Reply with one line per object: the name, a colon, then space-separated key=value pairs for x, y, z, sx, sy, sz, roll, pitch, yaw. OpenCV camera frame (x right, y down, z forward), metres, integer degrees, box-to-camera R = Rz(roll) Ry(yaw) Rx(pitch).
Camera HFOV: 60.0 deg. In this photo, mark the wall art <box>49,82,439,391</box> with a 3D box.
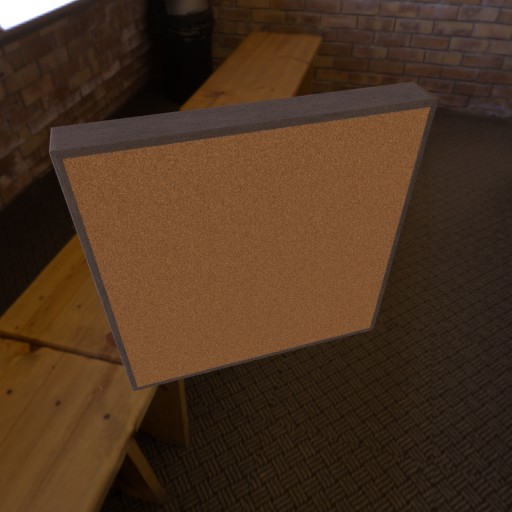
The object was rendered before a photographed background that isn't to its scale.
wall art: x=0.000 y=0.000 z=0.446 sx=0.303 sy=0.302 sz=0.038 roll=-12 pitch=44 yaw=-12
